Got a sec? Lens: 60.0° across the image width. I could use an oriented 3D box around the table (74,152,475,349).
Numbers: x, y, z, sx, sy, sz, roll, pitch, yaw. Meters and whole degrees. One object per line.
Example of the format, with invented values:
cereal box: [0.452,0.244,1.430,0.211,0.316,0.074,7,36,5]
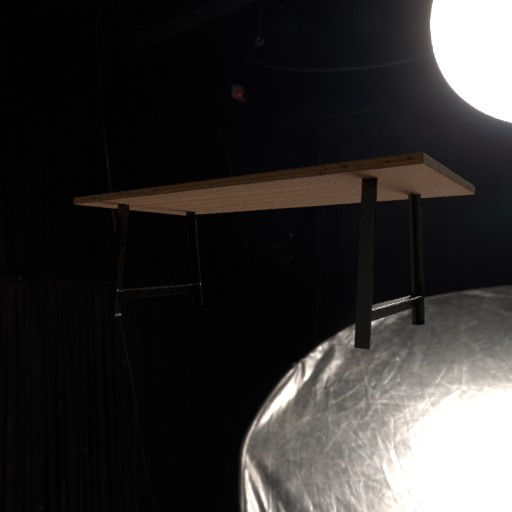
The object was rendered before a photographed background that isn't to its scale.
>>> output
table: [0.000,0.000,2.638,2.200,0.757,1.000,0,0,36]
